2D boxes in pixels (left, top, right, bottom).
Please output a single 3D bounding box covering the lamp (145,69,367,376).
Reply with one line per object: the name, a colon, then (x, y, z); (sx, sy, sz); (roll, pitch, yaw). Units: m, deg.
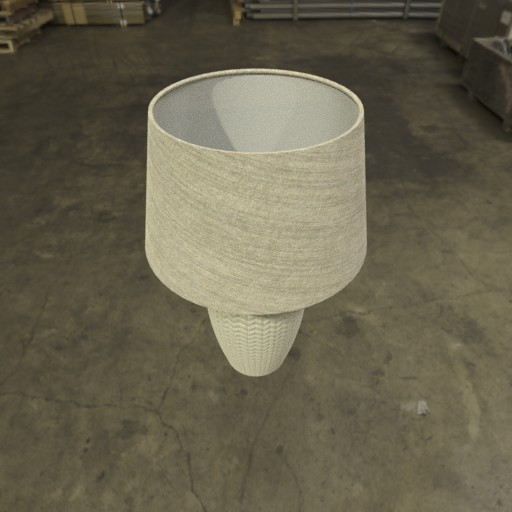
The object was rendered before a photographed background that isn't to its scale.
lamp: (0.000, 0.000, 0.829); (0.390, 0.580, 0.390); (0, 40, 0)
